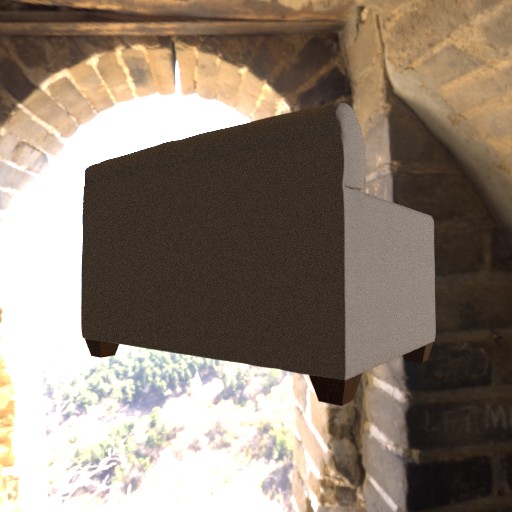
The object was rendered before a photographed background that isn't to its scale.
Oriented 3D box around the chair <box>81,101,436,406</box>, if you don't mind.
[{"bbox_3d":[0.000,0.000,2.084,1.383,0.948,1.000,-2,-3,37],"label":"chair"}]
